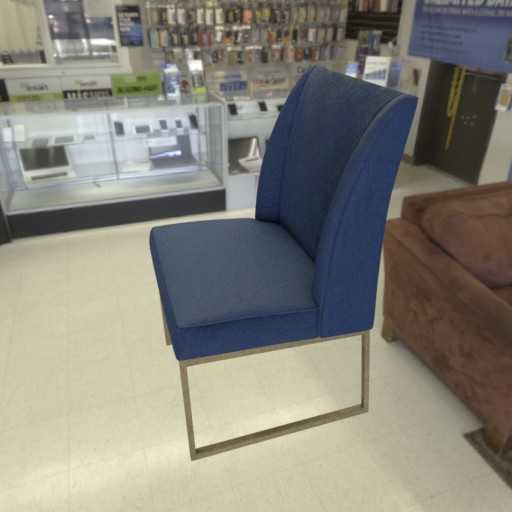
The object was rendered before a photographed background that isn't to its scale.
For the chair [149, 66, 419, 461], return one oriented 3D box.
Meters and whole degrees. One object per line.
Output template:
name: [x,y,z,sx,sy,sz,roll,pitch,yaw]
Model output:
chair: [0.000,0.000,1.173,0.522,0.863,0.508,-9,32,-15]
